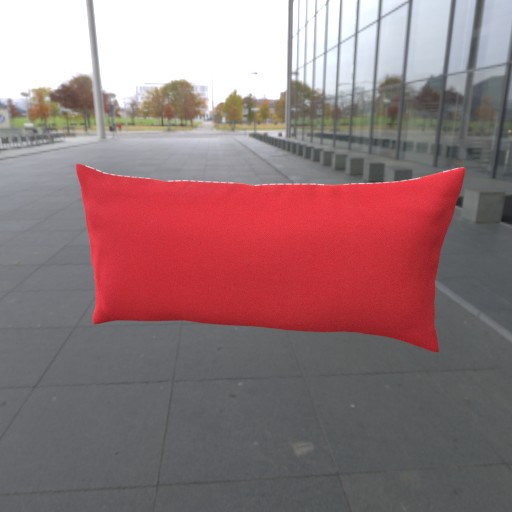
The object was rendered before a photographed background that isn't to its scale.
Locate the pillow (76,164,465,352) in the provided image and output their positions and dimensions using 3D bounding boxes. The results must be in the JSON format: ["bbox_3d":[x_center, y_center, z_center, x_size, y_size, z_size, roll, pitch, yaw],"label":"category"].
[{"bbox_3d":[0.000,0.000,0.728,0.608,0.297,0.151,3,17,9],"label":"pillow"}]
